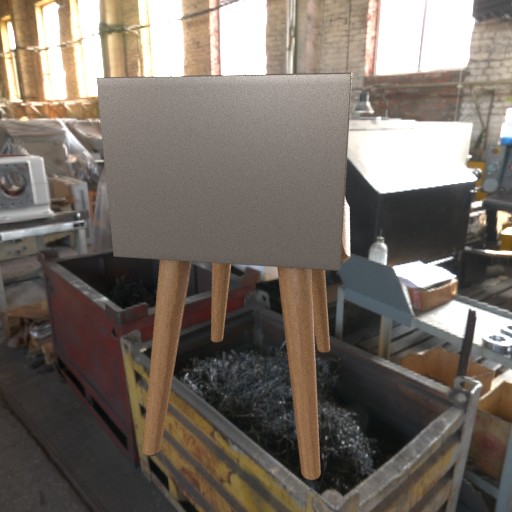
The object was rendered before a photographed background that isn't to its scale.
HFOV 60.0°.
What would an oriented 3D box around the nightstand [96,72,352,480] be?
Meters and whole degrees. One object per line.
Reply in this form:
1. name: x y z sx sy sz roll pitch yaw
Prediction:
1. nightstand: 0.000 0.000 0.711 0.288 0.508 0.370 3 18 11
